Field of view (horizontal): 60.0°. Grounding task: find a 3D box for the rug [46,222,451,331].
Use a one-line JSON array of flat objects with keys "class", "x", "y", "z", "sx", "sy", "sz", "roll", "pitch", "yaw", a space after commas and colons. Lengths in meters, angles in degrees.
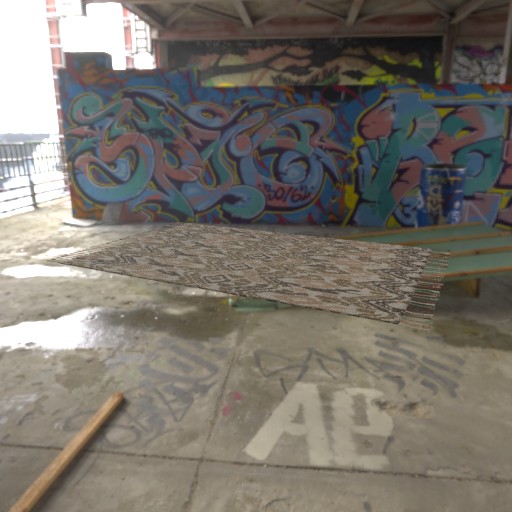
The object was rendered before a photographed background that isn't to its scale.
[{"class": "rug", "x": 0.000, "y": 0.000, "z": 3.085, "sx": 2.438, "sy": 0.008, "sz": 1.524, "roll": 8, "pitch": 17, "yaw": 25}]
